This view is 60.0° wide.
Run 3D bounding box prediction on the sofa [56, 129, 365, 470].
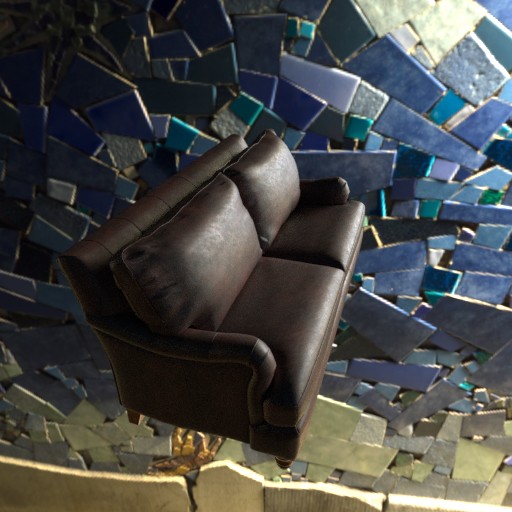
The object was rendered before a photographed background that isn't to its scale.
[{"bbox_3d":[0.000,0.000,2.789,1.147,1.071,2.144,10,32,16],"label":"sofa"}]
